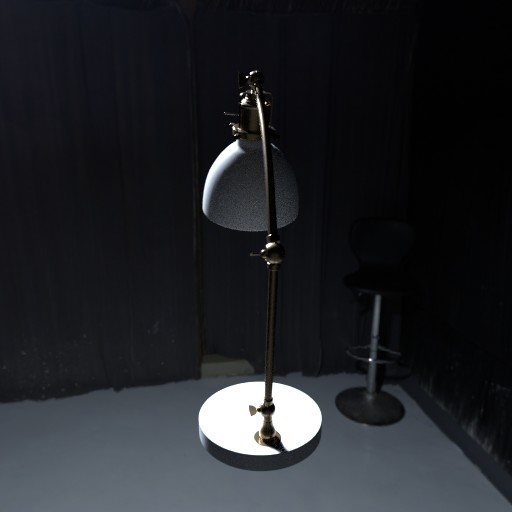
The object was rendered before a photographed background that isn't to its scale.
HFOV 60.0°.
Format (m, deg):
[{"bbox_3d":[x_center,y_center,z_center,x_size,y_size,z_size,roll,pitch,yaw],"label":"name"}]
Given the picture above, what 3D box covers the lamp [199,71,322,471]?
[{"bbox_3d":[0.000,0.000,0.661,0.186,0.522,0.317,-2,14,-8],"label":"lamp"}]
